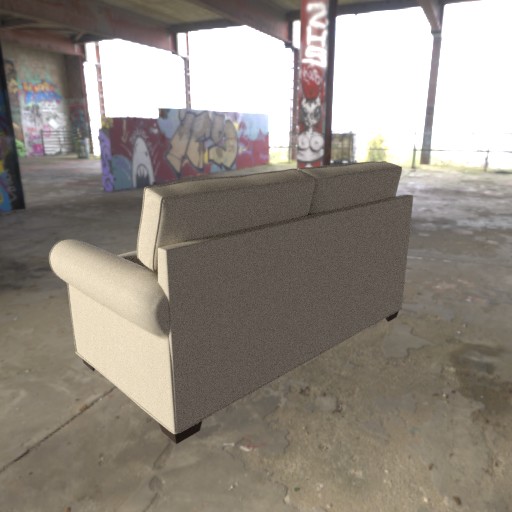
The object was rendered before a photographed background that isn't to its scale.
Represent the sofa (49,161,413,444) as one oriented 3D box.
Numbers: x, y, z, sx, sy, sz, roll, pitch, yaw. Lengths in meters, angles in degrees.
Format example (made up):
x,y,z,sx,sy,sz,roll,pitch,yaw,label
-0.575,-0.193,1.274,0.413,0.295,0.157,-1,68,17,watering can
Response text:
x,y,z,sx,sy,sz,roll,pitch,yaw,label
0.000,0.000,2.294,1.774,0.933,0.861,-15,23,-42,sofa
